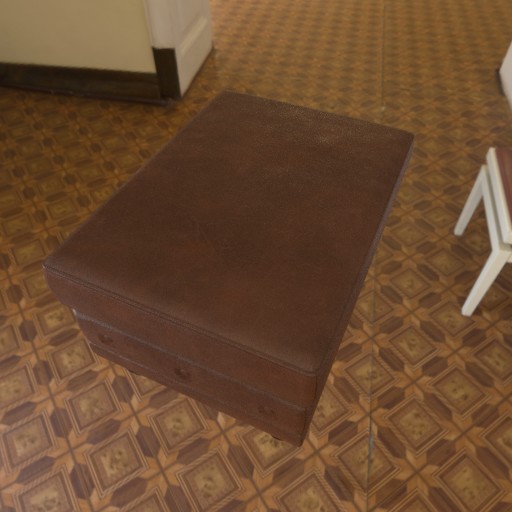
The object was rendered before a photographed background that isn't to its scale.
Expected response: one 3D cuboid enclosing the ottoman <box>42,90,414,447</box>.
[{"bbox_3d":[0.000,0.000,1.183,0.588,0.509,0.795,19,50,16],"label":"ottoman"}]
